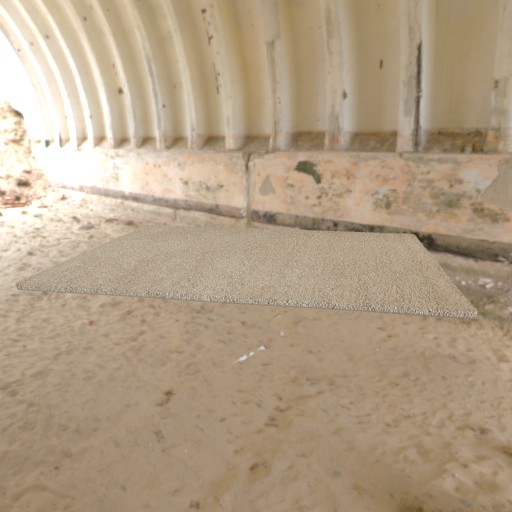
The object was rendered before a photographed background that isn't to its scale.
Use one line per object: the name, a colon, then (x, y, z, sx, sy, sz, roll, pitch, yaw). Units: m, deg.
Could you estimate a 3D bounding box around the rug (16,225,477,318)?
rug: (0.000, 0.000, 2.065, 1.600, 0.025, 1.199, 3, 15, 10)
